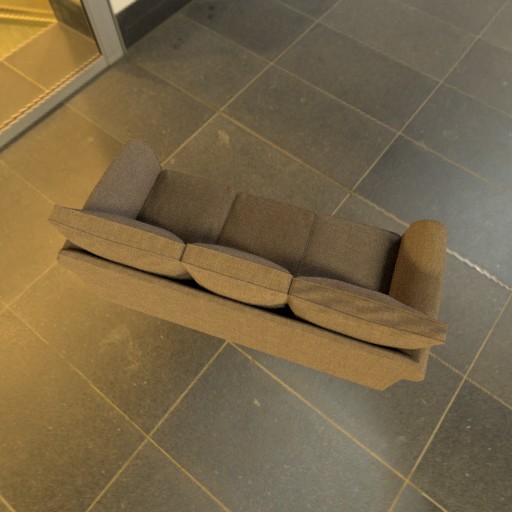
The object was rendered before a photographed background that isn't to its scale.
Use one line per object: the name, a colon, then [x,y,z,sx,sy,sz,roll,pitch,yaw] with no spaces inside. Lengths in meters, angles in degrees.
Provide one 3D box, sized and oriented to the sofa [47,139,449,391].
sofa: [0.000,0.000,2.659,2.084,0.961,0.916,17,65,8]
